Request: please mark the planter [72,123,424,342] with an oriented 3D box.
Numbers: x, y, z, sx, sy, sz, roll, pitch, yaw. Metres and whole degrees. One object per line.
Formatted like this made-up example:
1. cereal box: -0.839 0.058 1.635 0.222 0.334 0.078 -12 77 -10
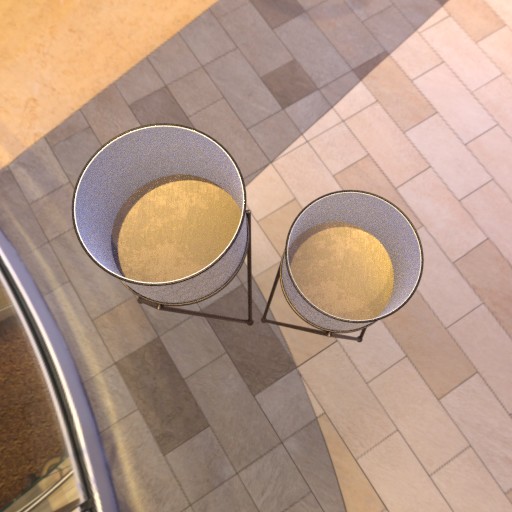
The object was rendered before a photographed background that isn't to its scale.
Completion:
1. planter: 0.000 0.000 1.182 0.769 0.712 0.413 11 75 3
